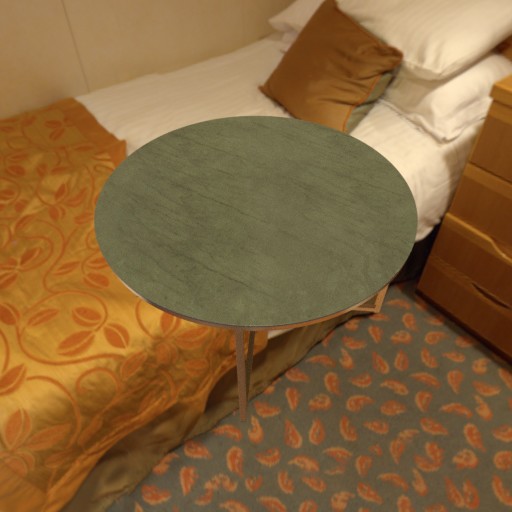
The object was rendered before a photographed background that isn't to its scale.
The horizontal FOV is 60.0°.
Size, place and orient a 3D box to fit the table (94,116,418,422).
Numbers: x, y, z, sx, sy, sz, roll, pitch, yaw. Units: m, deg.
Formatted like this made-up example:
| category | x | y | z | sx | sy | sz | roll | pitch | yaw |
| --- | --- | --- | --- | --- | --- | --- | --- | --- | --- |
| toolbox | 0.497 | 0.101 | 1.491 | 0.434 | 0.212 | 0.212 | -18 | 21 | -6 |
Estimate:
| category | x | y | z | sx | sy | sz | roll | pitch | yaw |
| --- | --- | --- | --- | --- | --- | --- | --- | --- | --- |
| table | 0.000 | 0.000 | 1.293 | 0.800 | 0.450 | 0.800 | 0 | 46 | 0 |
